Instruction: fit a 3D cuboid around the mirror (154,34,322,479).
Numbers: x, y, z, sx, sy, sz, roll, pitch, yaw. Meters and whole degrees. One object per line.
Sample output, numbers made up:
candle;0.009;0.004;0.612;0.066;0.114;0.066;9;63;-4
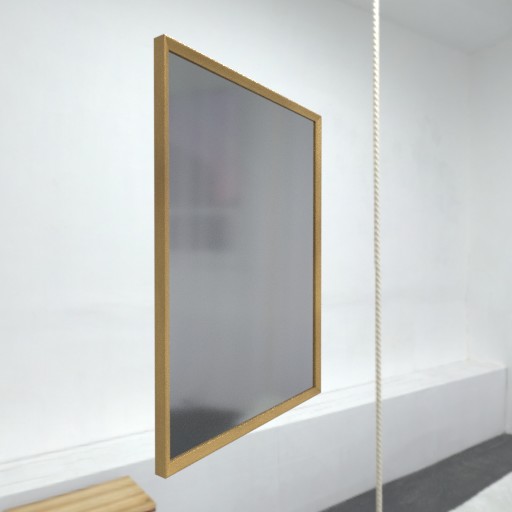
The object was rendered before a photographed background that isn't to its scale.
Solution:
mirror;0.000;0.000;1.331;0.041;1.016;0.762;1;1;36
